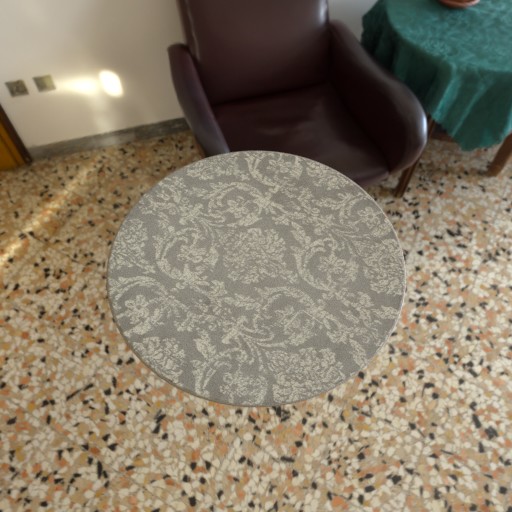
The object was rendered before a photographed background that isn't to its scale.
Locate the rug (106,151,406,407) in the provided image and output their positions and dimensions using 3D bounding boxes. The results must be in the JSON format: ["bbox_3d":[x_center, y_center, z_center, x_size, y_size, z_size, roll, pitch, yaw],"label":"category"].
[{"bbox_3d":[0.000,0.000,2.395,1.593,0.012,1.593,0,57,0],"label":"rug"}]
